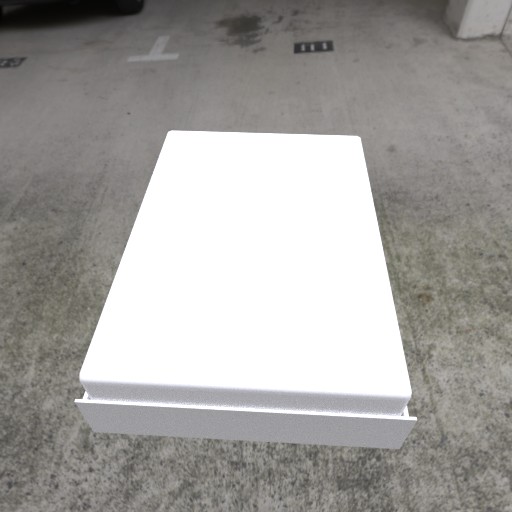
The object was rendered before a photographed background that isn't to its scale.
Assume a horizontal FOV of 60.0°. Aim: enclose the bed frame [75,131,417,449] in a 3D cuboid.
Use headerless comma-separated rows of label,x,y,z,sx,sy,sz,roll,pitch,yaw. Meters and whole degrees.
bed frame,0.000,0.000,2.587,1.445,0.497,1.945,2,46,2
